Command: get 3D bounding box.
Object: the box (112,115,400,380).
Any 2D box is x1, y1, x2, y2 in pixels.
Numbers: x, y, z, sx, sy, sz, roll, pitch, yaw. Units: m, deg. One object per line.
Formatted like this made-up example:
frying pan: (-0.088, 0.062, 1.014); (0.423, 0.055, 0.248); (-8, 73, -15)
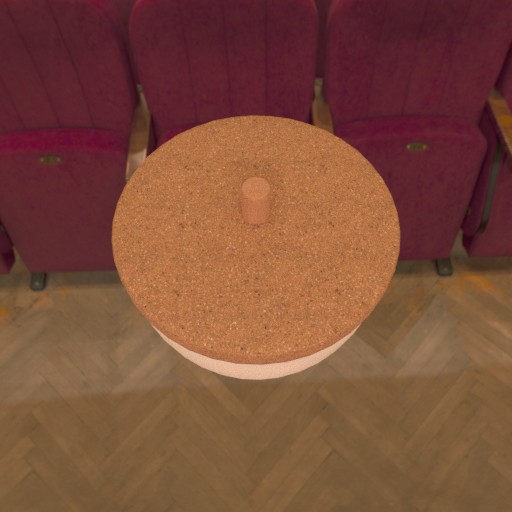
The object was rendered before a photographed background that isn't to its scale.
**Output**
box: (0.000, 0.000, 0.191); (0.107, 0.094, 0.107); (0, 60, 0)
